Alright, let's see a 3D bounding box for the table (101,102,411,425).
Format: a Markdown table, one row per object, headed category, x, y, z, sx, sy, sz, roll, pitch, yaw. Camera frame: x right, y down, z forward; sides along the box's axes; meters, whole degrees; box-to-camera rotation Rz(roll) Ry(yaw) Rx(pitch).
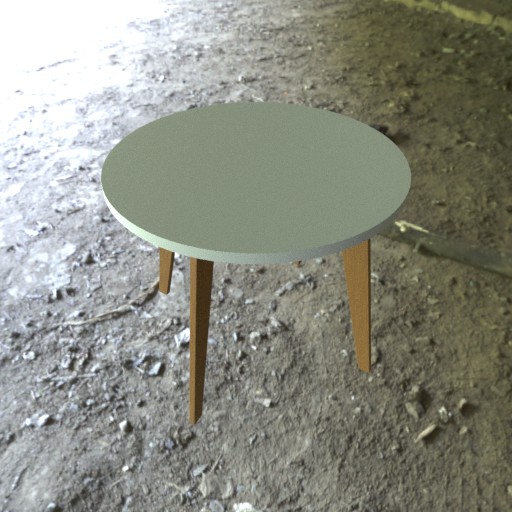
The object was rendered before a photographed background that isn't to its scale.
| category | x | y | z | sx | sy | sz | roll | pitch | yaw |
| --- | --- | --- | --- | --- | --- | --- | --- | --- | --- |
| table | 0.000 | 0.000 | 1.566 | 0.896 | 0.762 | 0.896 | 0 | 40 | 0 |
